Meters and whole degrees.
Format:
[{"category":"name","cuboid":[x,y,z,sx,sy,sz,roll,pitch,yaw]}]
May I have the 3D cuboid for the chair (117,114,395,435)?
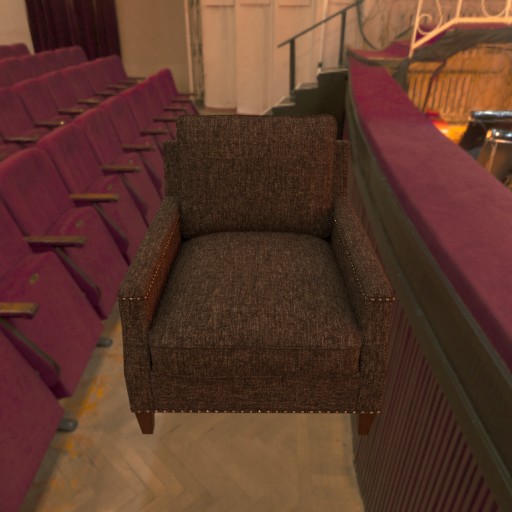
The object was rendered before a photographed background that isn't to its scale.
[{"category":"chair","cuboid":[0.000,0.000,1.744,0.853,0.943,1.014,0,29,0]}]
